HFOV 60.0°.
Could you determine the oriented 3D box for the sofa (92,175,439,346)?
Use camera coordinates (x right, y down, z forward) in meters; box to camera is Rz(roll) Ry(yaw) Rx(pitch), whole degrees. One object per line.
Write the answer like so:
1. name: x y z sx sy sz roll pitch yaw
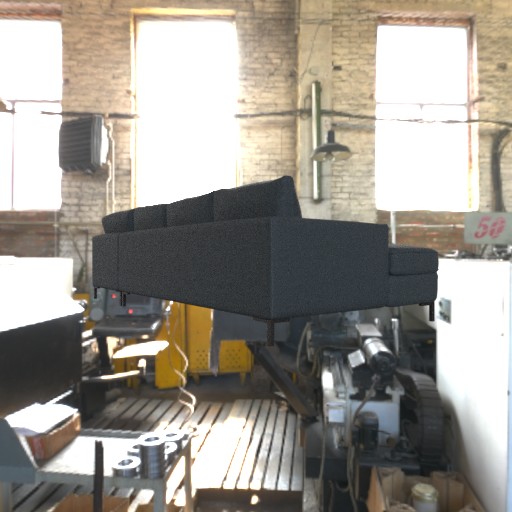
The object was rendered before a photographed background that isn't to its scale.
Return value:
1. sofa: 0.000 0.000 3.856 1.984 0.858 2.975 0 0 -36
